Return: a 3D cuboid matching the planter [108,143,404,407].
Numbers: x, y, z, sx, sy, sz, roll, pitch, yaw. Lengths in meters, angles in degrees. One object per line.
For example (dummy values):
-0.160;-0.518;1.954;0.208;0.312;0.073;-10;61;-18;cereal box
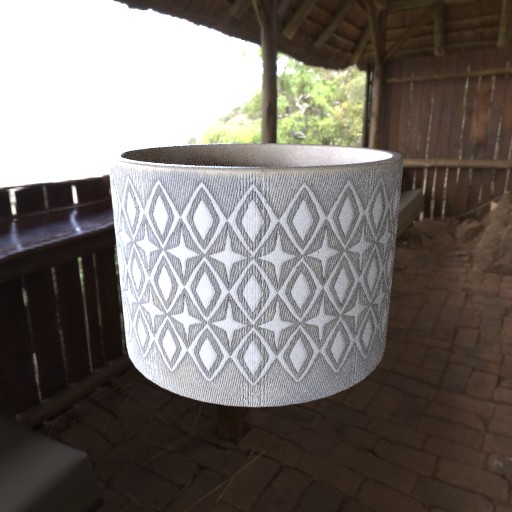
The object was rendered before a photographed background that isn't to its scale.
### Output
0.000;0.000;0.277;0.164;0.127;0.164;0;18;0;planter
